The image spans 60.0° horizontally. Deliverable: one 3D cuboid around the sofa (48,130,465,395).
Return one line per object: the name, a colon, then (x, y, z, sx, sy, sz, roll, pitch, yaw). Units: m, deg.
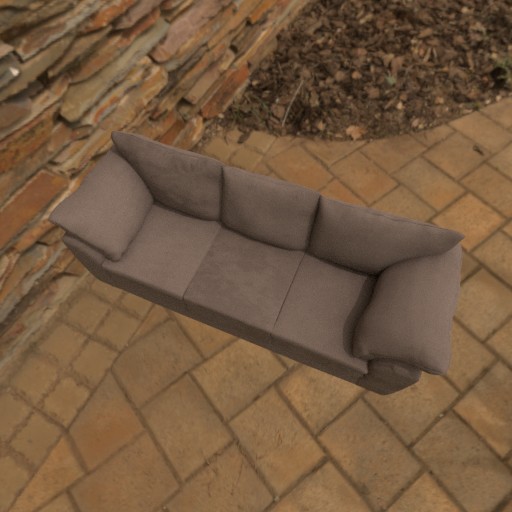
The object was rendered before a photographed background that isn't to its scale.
sofa: (0.000, 0.000, 2.824, 2.377, 0.981, 0.893, 20, 60, 12)
